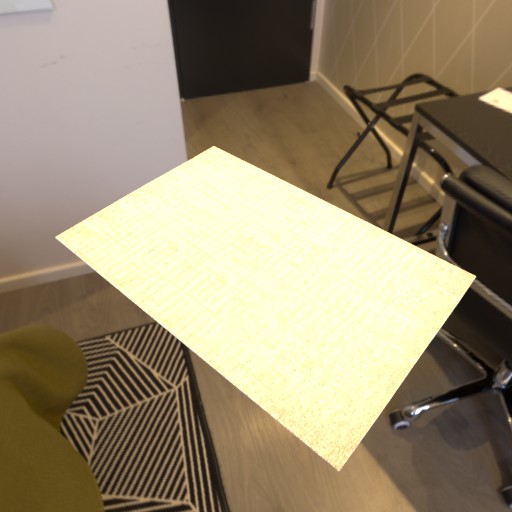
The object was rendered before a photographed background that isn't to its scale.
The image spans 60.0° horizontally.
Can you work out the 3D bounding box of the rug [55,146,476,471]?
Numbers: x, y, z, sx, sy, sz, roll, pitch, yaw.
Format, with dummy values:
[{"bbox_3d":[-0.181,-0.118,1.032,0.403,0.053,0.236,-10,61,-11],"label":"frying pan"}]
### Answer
[{"bbox_3d":[0.000,0.000,2.286,1.827,0.007,1.211,32,53,28],"label":"rug"}]
